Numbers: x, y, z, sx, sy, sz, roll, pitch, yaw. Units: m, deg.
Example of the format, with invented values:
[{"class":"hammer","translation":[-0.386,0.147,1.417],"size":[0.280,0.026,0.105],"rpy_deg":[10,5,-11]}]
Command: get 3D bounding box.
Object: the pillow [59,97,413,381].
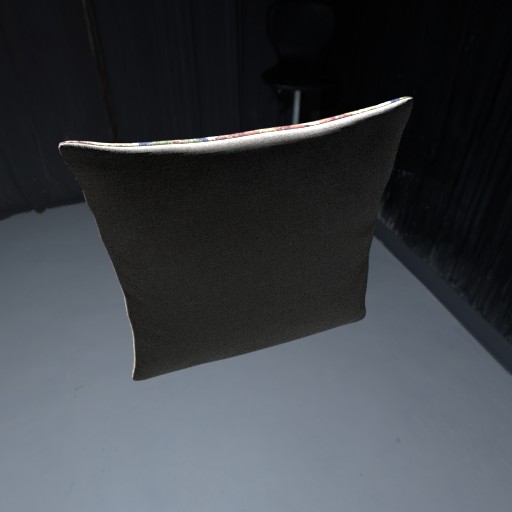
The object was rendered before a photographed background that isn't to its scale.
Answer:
[{"class":"pillow","translation":[0.000,0.000,0.779],"size":[0.523,0.506,0.166],"rpy_deg":[-12,41,-15]}]
